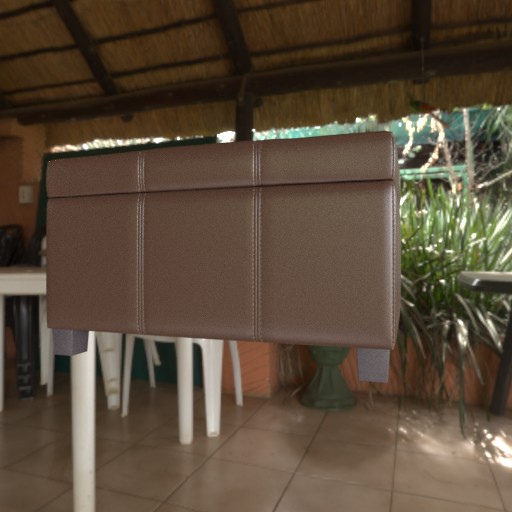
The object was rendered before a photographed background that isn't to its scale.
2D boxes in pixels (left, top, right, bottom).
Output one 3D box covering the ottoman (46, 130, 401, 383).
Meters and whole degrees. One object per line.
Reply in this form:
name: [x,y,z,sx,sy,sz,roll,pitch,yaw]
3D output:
ottoman: [0.000,0.000,1.267,0.787,0.460,0.788,0,0,18]
